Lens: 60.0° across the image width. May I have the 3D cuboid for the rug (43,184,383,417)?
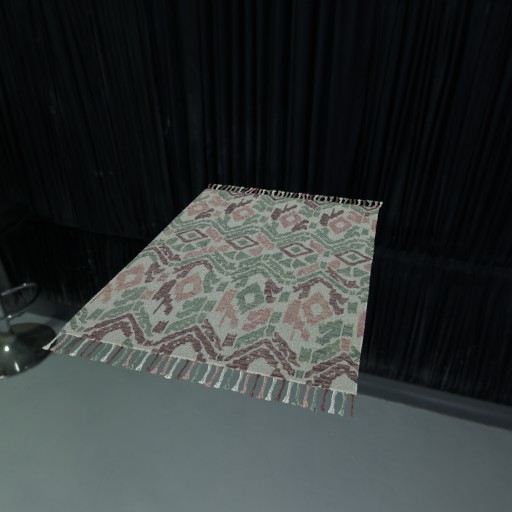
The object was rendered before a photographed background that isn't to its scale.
[{"bbox_3d":[0.000,0.000,2.315,1.219,0.010,1.829,8,31,14],"label":"rug"}]
